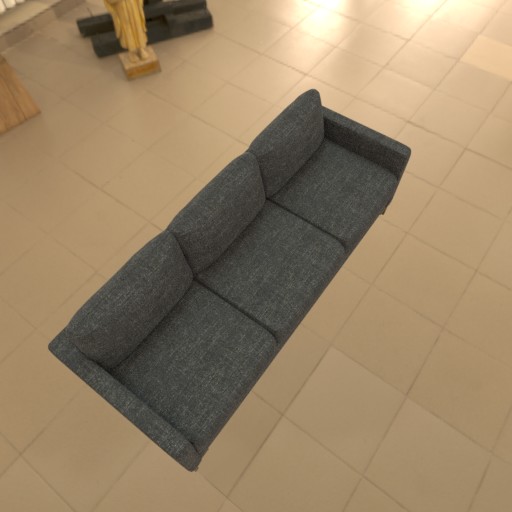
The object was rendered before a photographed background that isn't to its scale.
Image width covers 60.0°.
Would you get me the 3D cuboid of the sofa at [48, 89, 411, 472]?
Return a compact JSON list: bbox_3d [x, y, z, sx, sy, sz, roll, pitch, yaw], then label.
[{"bbox_3d":[0.000,0.000,2.616,0.859,0.874,2.218,32,64,18],"label":"sofa"}]
